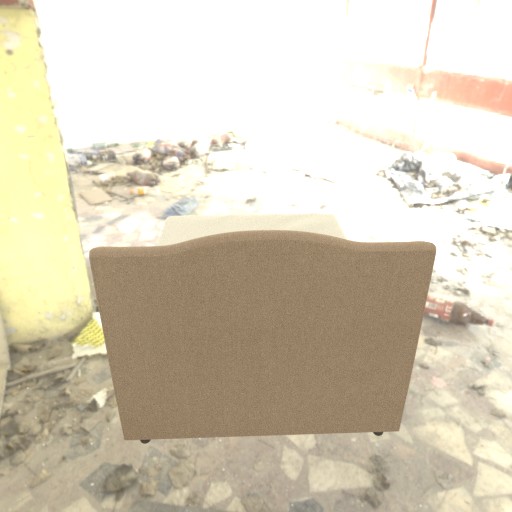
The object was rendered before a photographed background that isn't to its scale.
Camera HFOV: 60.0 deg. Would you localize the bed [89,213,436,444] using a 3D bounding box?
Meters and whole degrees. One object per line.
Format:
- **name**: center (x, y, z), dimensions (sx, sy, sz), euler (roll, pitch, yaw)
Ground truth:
- **bed**: center (0.000, 0.000, 3.434), dimensions (1.821, 1.436, 2.282), euler (-1, 28, -2)
